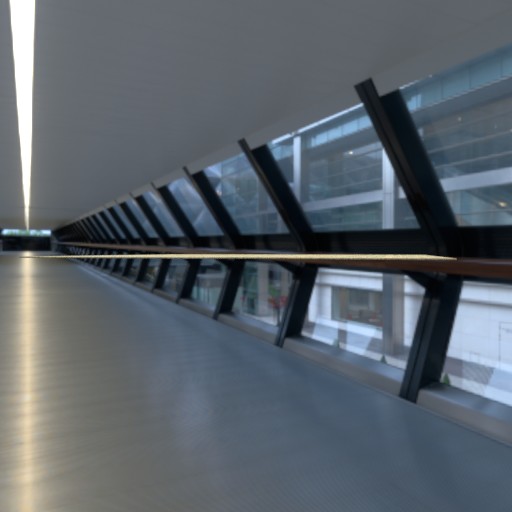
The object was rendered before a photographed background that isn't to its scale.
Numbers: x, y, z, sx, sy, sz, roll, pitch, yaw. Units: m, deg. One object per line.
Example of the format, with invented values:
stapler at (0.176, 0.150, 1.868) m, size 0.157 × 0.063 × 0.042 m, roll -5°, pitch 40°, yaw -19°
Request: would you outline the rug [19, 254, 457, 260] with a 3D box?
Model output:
rug at (0.000, 0.000, 4.219) m, size 3.201 × 0.014 × 2.437 m, roll 0°, pitch 1°, yaw 17°
